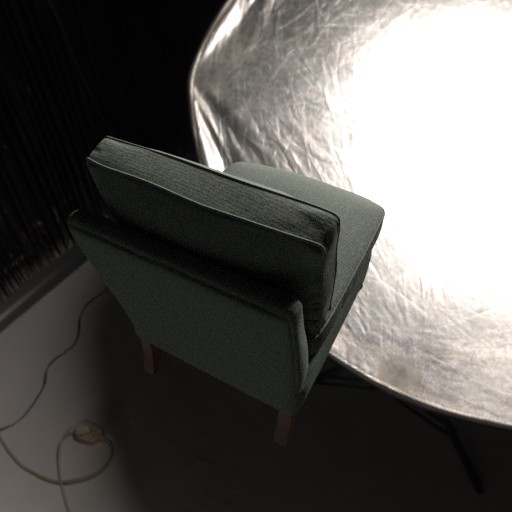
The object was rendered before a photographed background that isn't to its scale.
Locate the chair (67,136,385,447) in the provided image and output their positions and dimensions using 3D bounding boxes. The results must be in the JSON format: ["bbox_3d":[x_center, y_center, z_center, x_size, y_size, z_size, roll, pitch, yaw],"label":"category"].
[{"bbox_3d":[0.000,0.000,1.401,0.624,0.901,0.796,22,49,20],"label":"chair"}]
